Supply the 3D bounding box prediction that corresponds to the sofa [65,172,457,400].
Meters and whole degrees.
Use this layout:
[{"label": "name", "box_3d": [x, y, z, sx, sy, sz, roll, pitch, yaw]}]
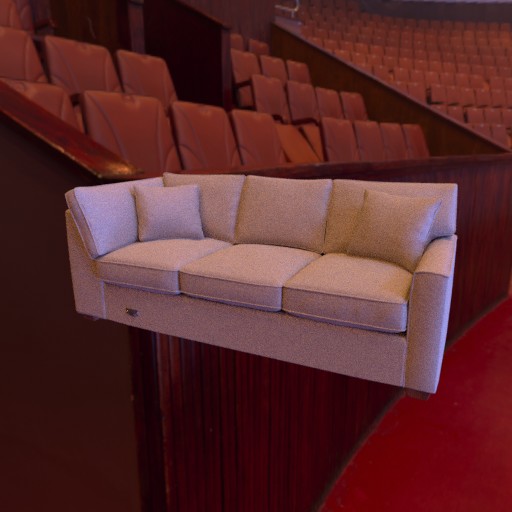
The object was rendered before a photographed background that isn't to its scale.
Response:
[{"label": "sofa", "box_3d": [0.000, 0.000, 2.844, 2.317, 0.962, 1.061, 7, 16, 25]}]
